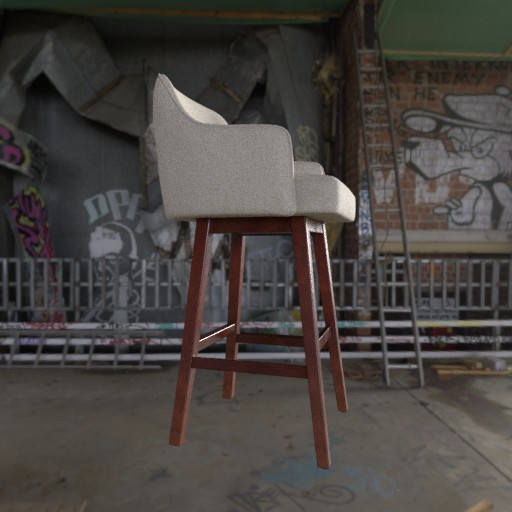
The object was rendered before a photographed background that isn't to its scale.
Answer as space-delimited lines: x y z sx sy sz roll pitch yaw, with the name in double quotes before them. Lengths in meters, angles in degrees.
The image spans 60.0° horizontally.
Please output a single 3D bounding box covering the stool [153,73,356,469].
"stool" 0.000 0.000 1.354 0.560 1.041 0.550 0 1 18
